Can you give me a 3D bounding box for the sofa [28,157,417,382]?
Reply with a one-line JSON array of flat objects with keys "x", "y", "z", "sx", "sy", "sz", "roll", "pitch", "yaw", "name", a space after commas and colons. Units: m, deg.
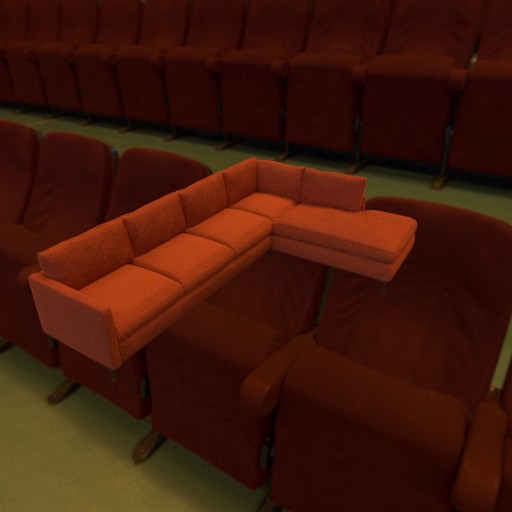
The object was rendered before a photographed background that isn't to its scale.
[{"x": 0.000, "y": 0.000, "z": 3.552, "sx": 1.879, "sy": 0.757, "sz": 2.736, "roll": 17, "pitch": 33, "yaw": 28, "name": "sofa"}]
